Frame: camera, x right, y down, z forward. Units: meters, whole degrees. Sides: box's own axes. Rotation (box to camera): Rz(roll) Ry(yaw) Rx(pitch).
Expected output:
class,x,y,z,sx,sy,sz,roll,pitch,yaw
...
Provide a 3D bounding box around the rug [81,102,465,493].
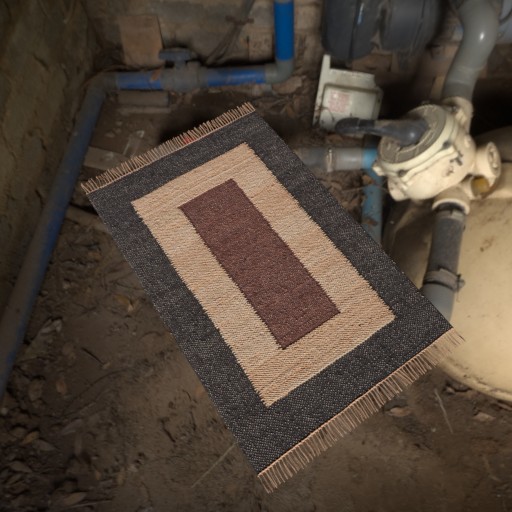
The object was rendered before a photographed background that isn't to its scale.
class,x,y,z,sx,sy,sz,roll,pitch,yaw
rug,0.000,0.000,2.469,1.224,0.027,2.021,-31,67,-15
